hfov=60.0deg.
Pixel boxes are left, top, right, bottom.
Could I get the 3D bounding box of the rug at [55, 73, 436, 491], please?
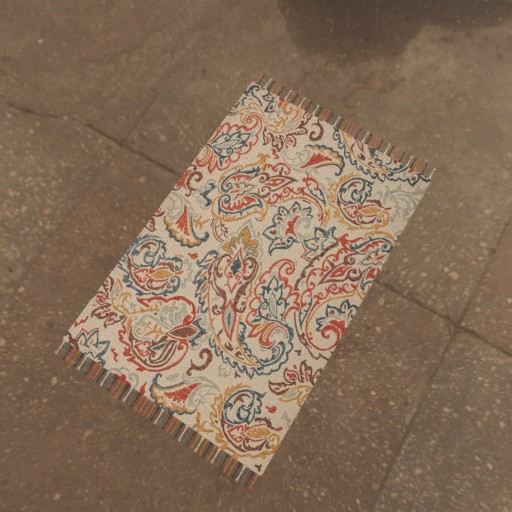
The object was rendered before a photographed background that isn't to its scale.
[{"bbox_3d":[0.000,0.000,2.414,1.218,0.010,1.997,32,77,8],"label":"rug"}]
